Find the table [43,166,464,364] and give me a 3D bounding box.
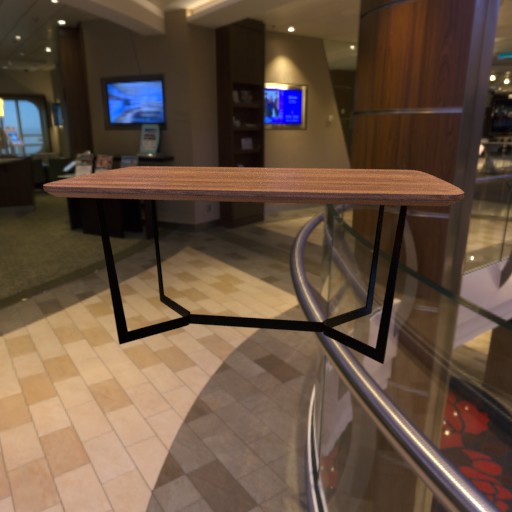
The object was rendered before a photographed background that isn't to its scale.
[{"bbox_3d":[0.000,0.000,2.160,1.643,0.765,0.949,2,16,8],"label":"table"}]
